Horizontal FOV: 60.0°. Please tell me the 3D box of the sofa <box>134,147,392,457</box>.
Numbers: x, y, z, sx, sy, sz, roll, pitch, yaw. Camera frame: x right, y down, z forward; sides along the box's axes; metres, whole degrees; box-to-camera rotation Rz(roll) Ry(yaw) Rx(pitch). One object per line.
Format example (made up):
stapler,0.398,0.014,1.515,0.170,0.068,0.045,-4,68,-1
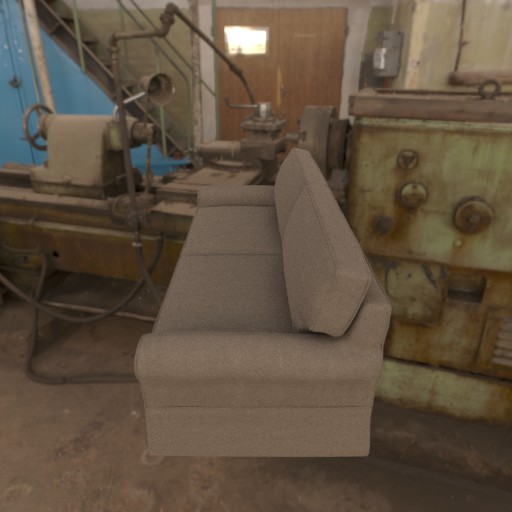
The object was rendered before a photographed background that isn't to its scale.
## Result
sofa,0.000,0.000,2.680,0.991,0.943,2.248,0,25,0
